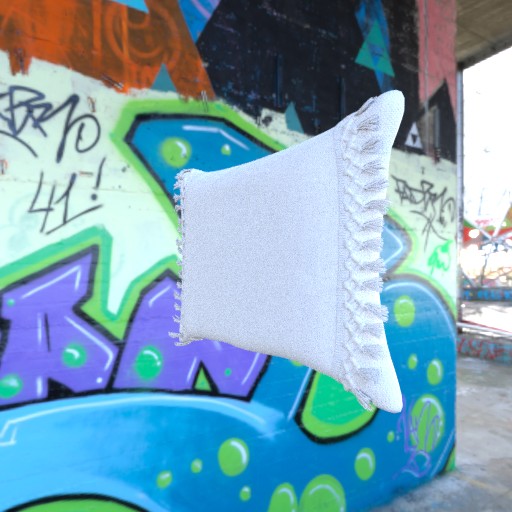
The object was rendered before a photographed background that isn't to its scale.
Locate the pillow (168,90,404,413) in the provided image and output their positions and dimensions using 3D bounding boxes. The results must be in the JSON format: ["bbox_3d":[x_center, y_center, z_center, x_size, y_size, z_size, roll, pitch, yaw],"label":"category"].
[{"bbox_3d":[0.000,0.000,0.590,0.084,0.305,0.466,0,-1,-35],"label":"pillow"}]
